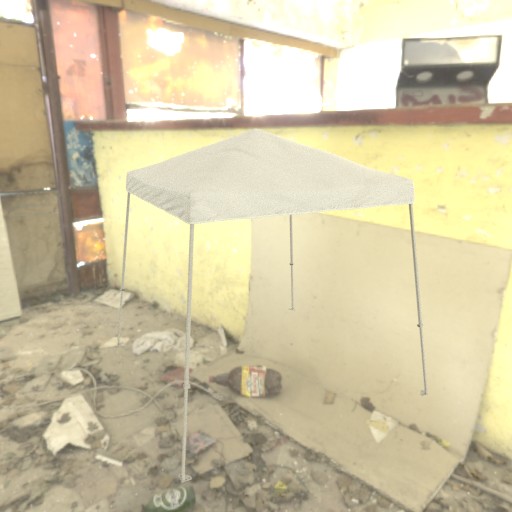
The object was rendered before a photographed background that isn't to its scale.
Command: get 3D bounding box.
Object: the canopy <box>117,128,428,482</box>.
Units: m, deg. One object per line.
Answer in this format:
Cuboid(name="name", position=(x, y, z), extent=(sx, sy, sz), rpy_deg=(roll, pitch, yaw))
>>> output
Cuboid(name="canopy", position=(0.000, 0.000, 6.505), extent=(3.599, 3.600, 3.600), rpy_deg=(-8, 17, -26))
